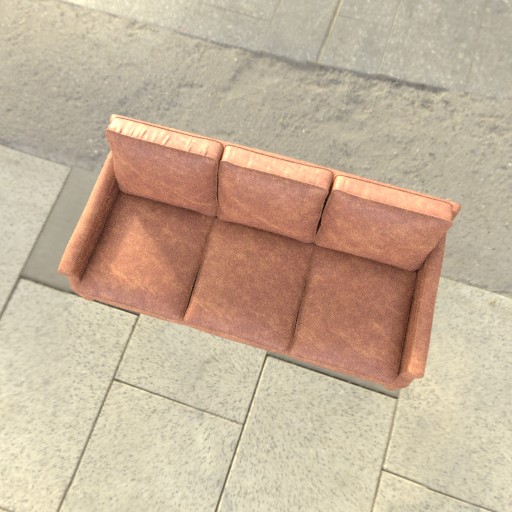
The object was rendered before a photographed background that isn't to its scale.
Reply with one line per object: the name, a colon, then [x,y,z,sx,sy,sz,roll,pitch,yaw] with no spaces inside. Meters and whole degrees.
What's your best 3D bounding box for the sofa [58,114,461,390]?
sofa: [0.000,0.000,2.829,2.246,1.003,1.084,16,74,5]
